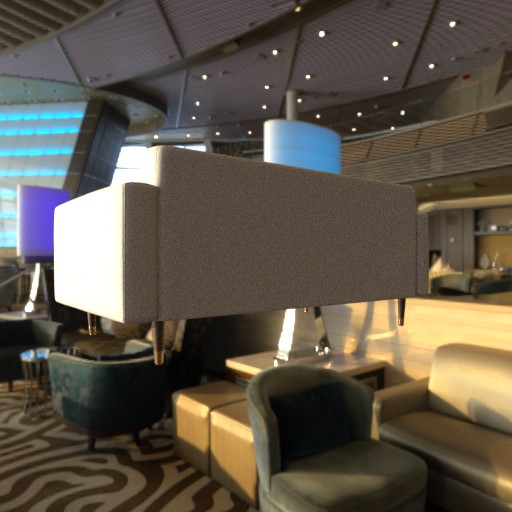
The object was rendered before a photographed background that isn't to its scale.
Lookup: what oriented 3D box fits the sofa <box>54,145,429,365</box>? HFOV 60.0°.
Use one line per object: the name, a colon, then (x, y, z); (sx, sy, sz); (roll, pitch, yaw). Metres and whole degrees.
sofa: (0.000, 0.000, 2.438); (1.895, 0.814, 0.969); (0, 0, -37)
